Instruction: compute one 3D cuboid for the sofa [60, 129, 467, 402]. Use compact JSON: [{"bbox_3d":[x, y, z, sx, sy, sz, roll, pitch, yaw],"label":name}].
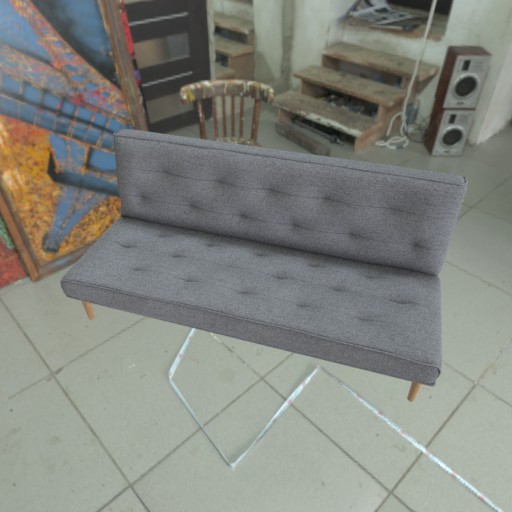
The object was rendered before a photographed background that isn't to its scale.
[{"bbox_3d":[0.000,0.000,2.230,1.820,0.830,0.810,11,41,13],"label":"sofa"}]
